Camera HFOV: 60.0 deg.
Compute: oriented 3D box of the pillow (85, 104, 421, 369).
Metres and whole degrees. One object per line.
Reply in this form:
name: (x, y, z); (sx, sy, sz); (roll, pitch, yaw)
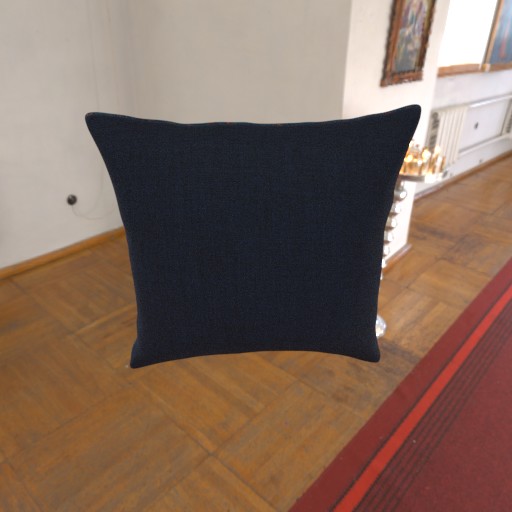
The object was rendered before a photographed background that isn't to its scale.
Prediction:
pillow: (0.000, 0.000, 0.661); (0.431, 0.431, 0.141); (-1, 29, -2)
